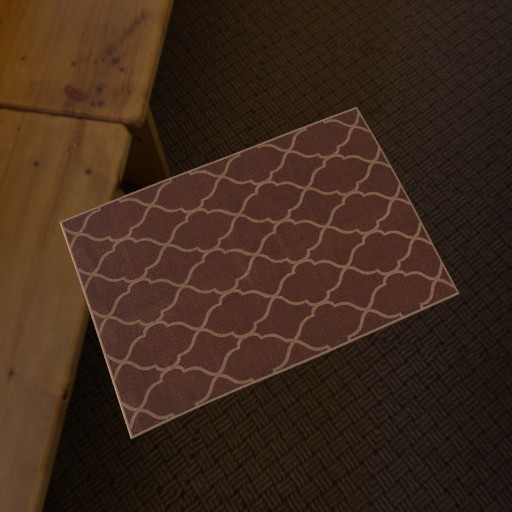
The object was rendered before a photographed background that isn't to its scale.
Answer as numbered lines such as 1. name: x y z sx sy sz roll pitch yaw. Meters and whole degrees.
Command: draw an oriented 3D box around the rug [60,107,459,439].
1. rug: 0.000 0.000 2.982 2.290 0.014 1.526 -22 76 -6
